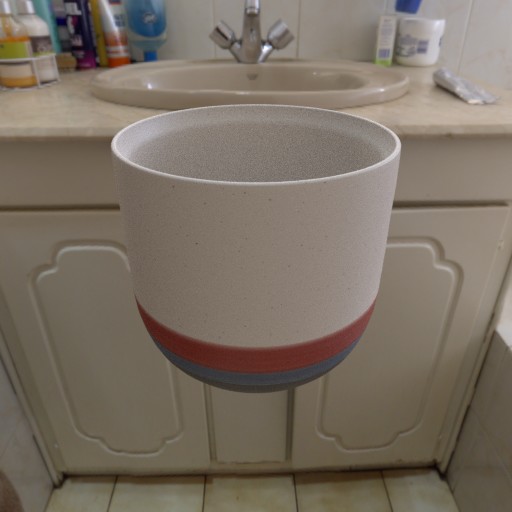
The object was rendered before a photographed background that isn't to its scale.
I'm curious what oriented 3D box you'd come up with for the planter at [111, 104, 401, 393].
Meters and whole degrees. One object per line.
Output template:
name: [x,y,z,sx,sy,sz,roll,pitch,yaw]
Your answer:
planter: [0.000,0.000,0.489,0.268,0.270,0.268,0,30,0]
